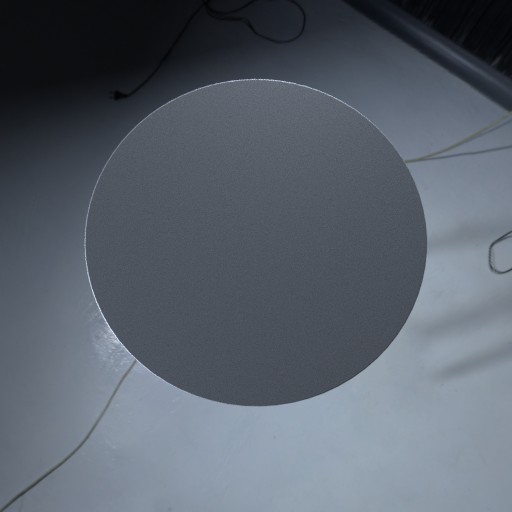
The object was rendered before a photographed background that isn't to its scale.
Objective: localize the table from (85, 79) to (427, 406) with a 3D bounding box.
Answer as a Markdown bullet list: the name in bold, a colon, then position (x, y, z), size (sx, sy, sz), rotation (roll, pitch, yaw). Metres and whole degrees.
- **table**: position (0.000, 0.000, 0.976), size (0.600, 0.405, 0.600), rotation (0, 75, 0)
